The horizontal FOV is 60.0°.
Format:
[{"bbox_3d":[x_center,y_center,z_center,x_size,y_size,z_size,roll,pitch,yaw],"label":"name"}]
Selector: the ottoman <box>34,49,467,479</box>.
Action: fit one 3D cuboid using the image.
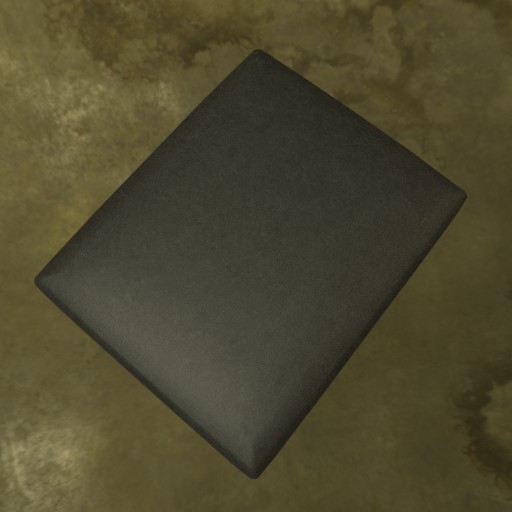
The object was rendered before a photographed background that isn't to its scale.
[{"bbox_3d":[0.000,0.000,1.739,0.967,0.696,1.187,38,79,9],"label":"ottoman"}]
